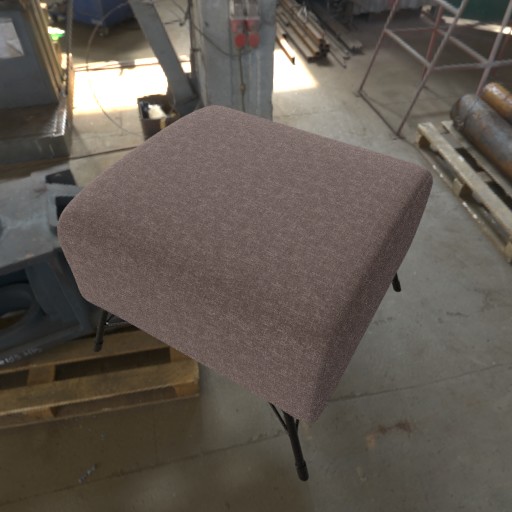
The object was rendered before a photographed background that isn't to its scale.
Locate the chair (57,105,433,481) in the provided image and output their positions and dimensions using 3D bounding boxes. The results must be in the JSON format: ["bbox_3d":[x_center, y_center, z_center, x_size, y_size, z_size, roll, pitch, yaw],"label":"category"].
[{"bbox_3d":[0.000,0.000,0.895,0.530,0.410,0.530,23,50,21],"label":"chair"}]
